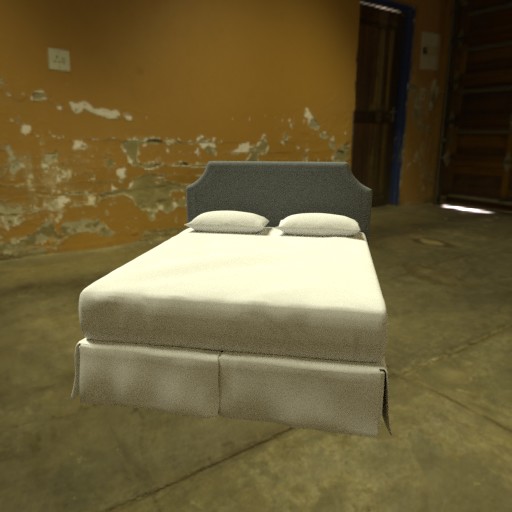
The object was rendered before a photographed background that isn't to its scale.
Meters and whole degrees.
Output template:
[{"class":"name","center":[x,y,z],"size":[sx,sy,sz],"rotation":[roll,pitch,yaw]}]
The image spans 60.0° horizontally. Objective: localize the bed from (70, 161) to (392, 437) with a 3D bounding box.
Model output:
[{"class":"bed","center":[0.000,0.000,3.307],"size":[1.811,1.296,2.259],"rotation":[3,14,10]}]
